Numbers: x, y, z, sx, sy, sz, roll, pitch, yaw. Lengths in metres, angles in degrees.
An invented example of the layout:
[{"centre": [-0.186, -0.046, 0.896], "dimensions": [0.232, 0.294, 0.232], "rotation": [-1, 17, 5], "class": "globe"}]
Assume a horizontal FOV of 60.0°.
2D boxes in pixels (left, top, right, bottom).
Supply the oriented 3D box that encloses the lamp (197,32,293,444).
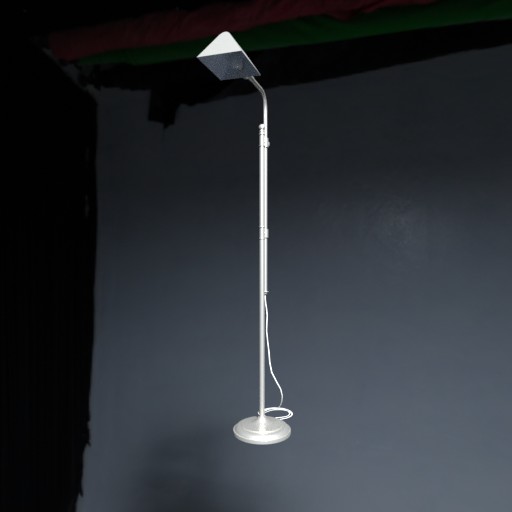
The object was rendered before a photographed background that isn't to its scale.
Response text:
[{"centre": [0.000, 0.000, 1.887], "dimensions": [0.256, 1.571, 0.813], "rotation": [0, 0, 18], "class": "lamp"}]
